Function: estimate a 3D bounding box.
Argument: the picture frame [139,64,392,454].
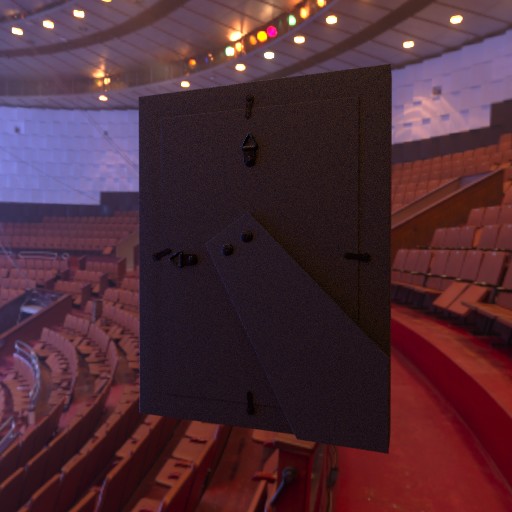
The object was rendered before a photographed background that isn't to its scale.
[{"bbox_3d":[0.000,0.000,0.271,0.157,0.208,0.028,0,1,19],"label":"picture frame"}]
